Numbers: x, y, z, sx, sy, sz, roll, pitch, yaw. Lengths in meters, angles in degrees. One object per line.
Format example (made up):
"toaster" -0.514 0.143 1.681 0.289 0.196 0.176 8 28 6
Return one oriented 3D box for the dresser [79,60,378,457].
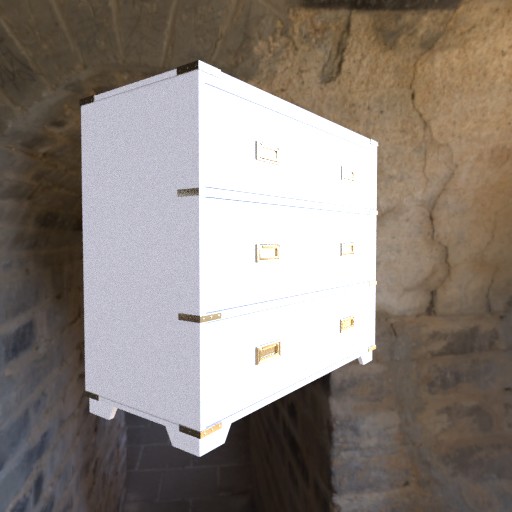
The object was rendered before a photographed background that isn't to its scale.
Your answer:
"dresser" 0.000 0.000 1.520 0.460 0.891 1.022 2 3 37
